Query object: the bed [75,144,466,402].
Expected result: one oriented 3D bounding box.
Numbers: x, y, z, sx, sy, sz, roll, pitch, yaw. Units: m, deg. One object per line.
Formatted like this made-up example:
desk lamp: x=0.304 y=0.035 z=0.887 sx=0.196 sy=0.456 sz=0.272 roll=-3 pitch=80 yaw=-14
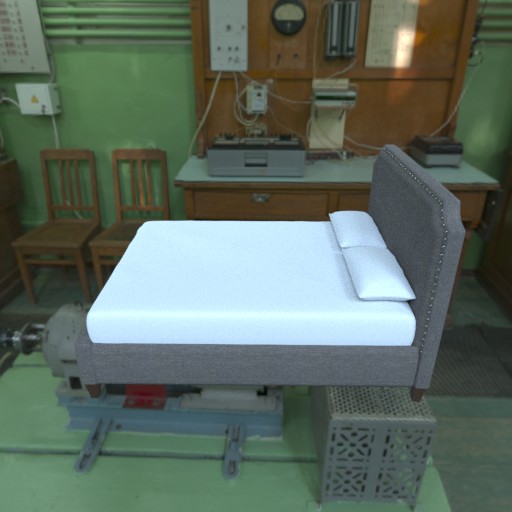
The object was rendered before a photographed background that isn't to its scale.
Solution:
bed: x=0.000 y=0.000 z=3.524 sx=2.381 sy=1.457 sz=1.713 roll=0 pitch=27 yaw=1
